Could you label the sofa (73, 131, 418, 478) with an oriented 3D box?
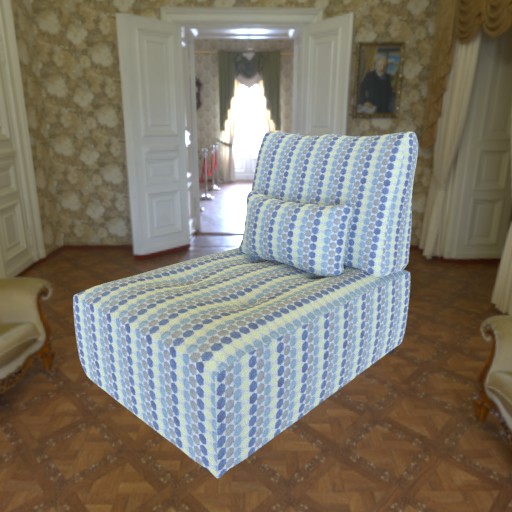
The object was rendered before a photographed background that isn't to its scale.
[{"bbox_3d":[0.000,0.000,1.521,0.700,0.820,1.000,15,22,41],"label":"sofa"}]
